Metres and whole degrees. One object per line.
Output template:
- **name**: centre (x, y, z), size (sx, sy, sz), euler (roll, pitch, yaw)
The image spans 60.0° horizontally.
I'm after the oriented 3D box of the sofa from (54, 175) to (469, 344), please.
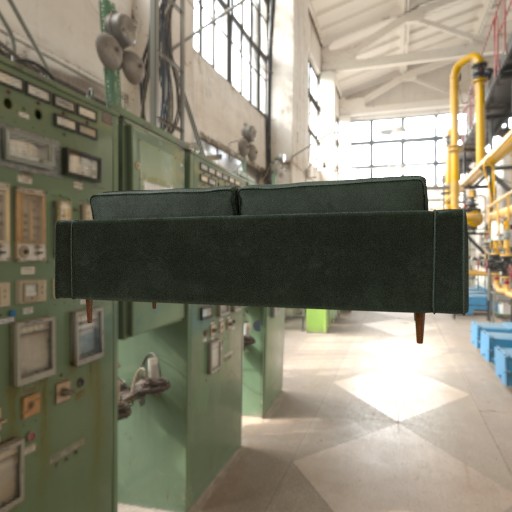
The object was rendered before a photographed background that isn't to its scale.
- **sofa**: centre (0.000, 0.000, 2.627), size (2.214, 0.781, 0.886), euler (0, 0, 19)
